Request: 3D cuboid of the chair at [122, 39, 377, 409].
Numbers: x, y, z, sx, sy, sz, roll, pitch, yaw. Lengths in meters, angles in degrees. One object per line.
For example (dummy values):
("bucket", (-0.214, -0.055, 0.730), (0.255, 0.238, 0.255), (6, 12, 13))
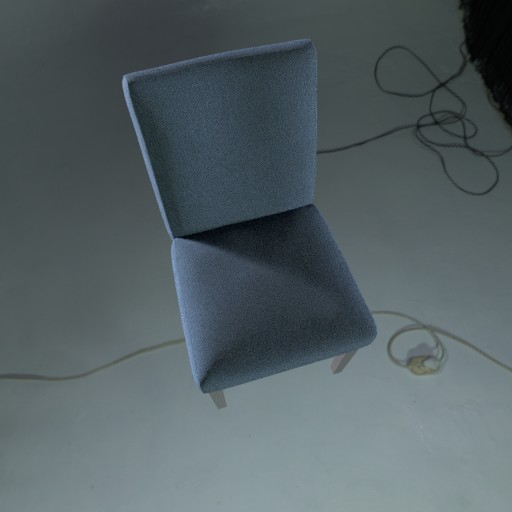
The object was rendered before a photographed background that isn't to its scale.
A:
("chair", (0.000, 0.000, 1.238), (0.487, 0.882, 0.629), (-15, 64, -7))
